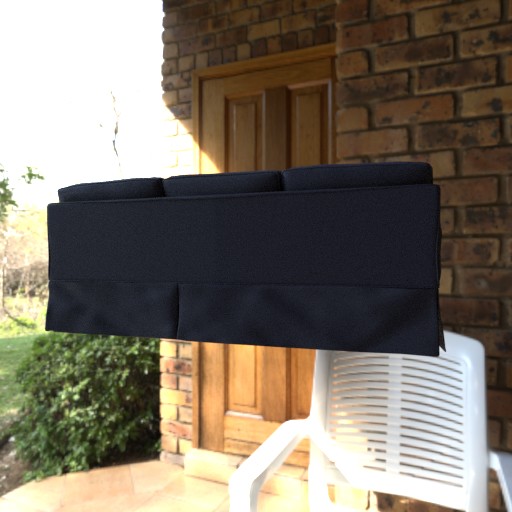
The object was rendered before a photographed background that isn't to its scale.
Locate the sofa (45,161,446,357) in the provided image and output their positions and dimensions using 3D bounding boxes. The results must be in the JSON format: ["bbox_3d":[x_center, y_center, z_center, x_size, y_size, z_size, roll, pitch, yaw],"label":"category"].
[{"bbox_3d":[0.000,0.000,3.356,2.518,1.039,1.637,0,0,18],"label":"sofa"}]
